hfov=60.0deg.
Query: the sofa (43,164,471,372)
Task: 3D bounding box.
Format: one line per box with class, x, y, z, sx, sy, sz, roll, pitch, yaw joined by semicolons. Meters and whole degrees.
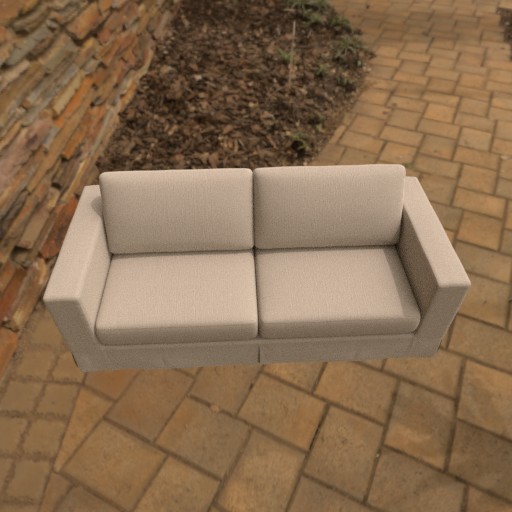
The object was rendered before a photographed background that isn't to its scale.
sofa;0.000;0.000;2.662;2.163;0.881;0.954;-2;45;-2
